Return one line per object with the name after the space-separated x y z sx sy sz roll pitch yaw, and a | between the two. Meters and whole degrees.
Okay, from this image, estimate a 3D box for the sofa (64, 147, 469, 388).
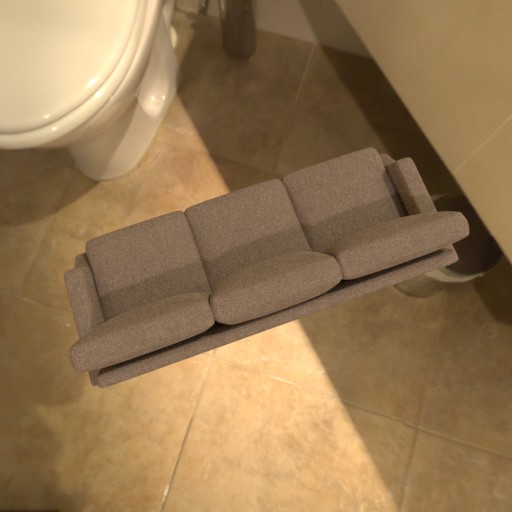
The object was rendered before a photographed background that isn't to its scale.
0.000 0.000 2.611 2.115 0.984 0.888 -19 77 -4 | sofa
